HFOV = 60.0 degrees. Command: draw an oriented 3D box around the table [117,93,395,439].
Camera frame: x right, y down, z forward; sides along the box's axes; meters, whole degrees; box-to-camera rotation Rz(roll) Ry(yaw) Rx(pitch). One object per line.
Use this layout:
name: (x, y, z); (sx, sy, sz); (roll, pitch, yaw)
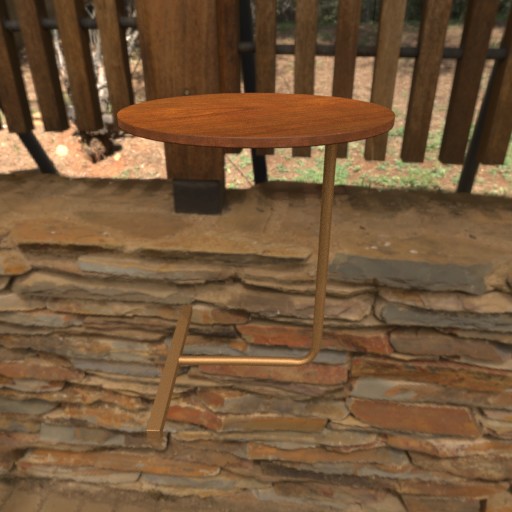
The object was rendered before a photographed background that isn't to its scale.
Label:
table: (0.000, 0.000, 1.112); (0.577, 0.706, 0.530); (0, 27, 1)
